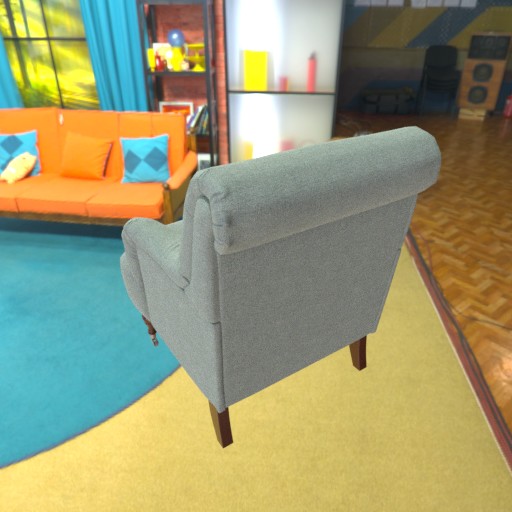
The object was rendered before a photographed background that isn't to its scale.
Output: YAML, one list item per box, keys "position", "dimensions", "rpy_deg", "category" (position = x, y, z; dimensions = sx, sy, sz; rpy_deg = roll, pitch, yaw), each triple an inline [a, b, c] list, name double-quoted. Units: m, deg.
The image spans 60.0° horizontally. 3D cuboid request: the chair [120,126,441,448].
- position: [0.000, 0.000, 1.956]
  dimensions: [0.964, 1.178, 1.060]
  rpy_deg: [-19, 35, -29]
  category: "chair"
